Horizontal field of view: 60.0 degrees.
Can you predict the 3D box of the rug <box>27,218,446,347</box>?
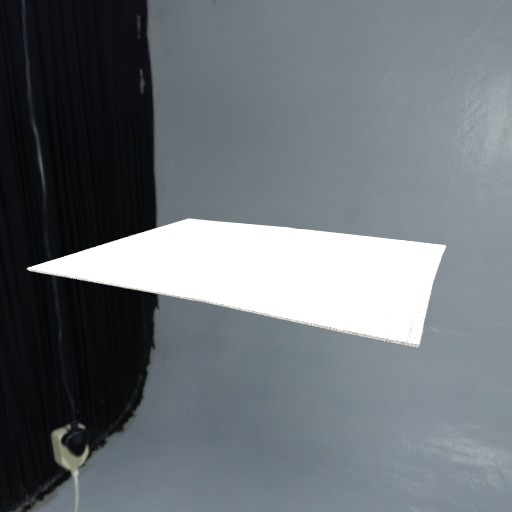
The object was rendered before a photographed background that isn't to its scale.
[{"bbox_3d":[0.000,0.000,4.930,3.778,0.053,2.873,8,18,25],"label":"rug"}]
